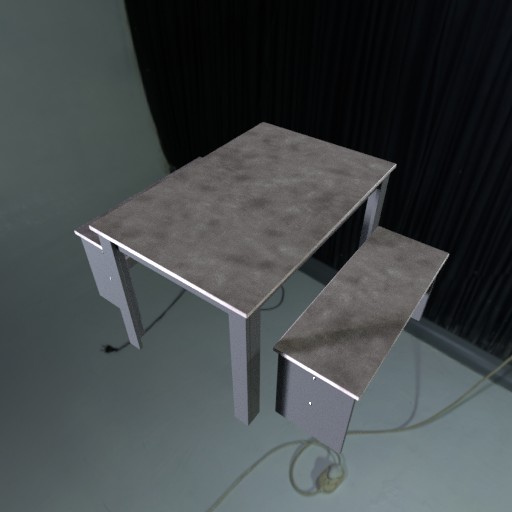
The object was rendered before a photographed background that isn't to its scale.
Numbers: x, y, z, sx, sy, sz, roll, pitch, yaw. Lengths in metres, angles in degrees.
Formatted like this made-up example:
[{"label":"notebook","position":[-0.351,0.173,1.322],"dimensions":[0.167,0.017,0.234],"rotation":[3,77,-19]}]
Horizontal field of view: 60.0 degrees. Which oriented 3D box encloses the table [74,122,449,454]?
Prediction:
[{"label":"table","position":[0.000,0.000,2.034],"dimensions":[1.443,0.700,1.100],"rotation":[26,47,27]}]
